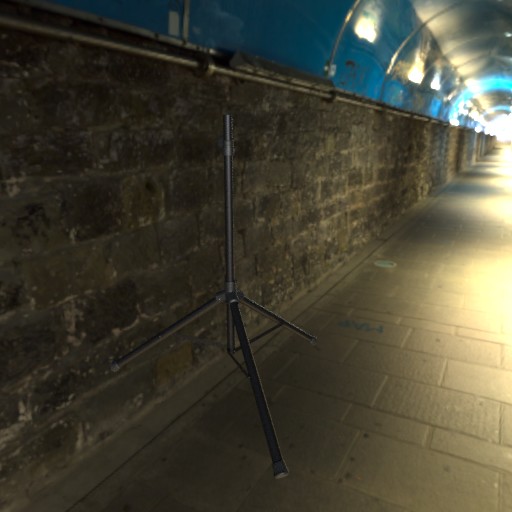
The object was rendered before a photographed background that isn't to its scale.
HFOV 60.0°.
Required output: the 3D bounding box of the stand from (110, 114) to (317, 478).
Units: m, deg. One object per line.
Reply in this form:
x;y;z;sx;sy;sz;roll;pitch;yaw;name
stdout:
0.000;0.000;1.884;1.045;1.136;0.907;14;21;42;stand
